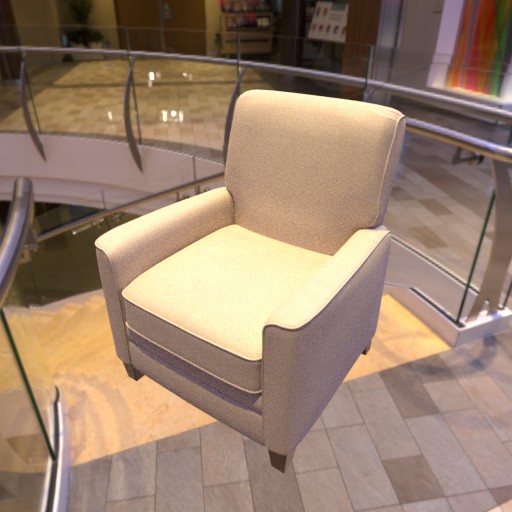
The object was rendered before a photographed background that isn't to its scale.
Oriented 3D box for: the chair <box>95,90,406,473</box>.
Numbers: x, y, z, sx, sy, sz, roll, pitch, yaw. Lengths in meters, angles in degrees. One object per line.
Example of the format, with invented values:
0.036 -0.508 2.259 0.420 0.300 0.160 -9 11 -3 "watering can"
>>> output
0.000 0.000 1.631 0.841 1.023 0.858 19 35 29 "chair"
